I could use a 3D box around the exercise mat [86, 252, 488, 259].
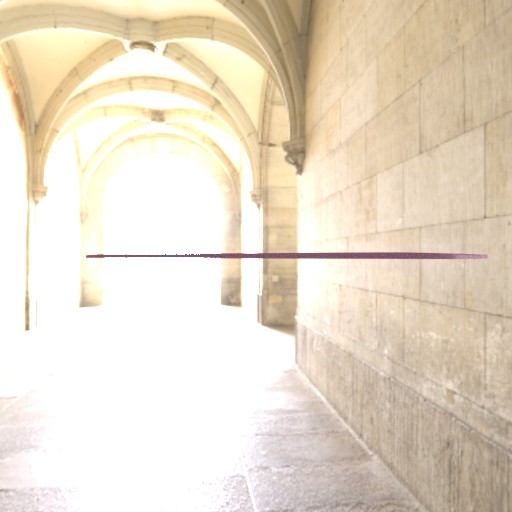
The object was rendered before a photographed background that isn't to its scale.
[{"bbox_3d":[0.000,0.000,2.065,1.869,0.021,0.616,0,0,36],"label":"exercise mat"}]
